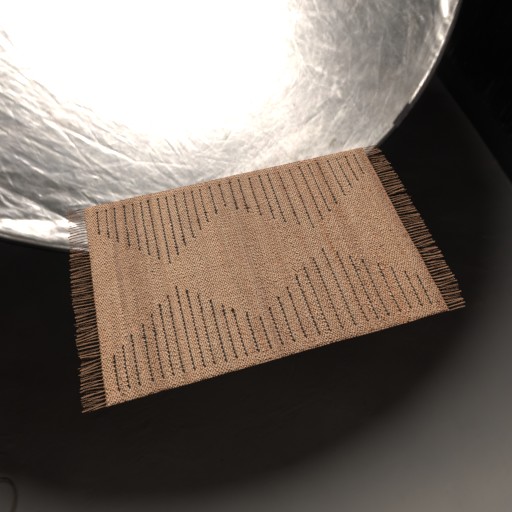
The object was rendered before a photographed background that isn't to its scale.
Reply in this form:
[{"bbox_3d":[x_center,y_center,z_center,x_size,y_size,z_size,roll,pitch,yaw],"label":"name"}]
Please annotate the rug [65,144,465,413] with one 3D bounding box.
[{"bbox_3d":[0.000,0.000,2.549,2.085,0.027,1.224,-14,61,-8],"label":"rug"}]
